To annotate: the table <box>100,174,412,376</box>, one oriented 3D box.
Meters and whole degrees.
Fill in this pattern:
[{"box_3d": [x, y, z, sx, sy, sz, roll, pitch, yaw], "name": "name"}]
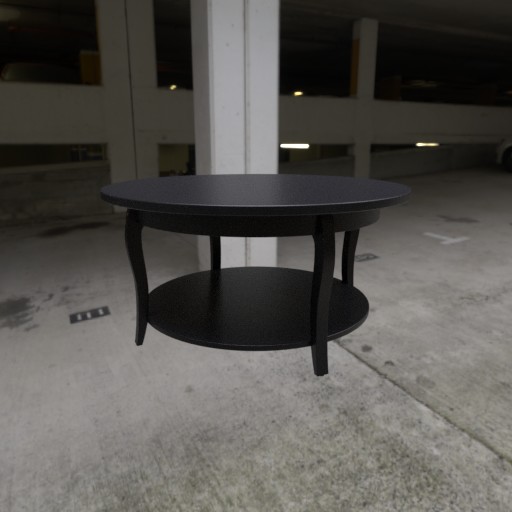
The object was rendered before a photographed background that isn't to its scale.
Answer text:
[{"box_3d": [0.000, 0.000, 1.431, 0.914, 0.457, 0.914, 0, 15, 0], "name": "table"}]
